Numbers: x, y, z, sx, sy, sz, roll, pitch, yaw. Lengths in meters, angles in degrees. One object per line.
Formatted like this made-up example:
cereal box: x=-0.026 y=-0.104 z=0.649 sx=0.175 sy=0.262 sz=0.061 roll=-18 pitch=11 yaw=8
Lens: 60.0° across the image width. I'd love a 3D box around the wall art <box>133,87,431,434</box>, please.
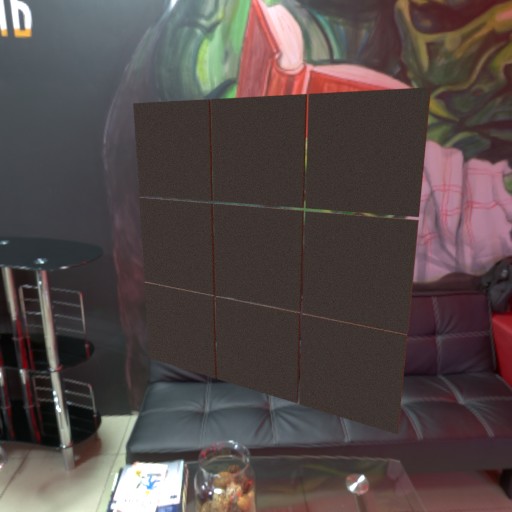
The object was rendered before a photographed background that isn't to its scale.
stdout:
wall art: x=0.000 y=0.000 z=2.241 sx=1.527 sy=1.521 sz=0.017 roll=8 pitch=17 yaw=28
